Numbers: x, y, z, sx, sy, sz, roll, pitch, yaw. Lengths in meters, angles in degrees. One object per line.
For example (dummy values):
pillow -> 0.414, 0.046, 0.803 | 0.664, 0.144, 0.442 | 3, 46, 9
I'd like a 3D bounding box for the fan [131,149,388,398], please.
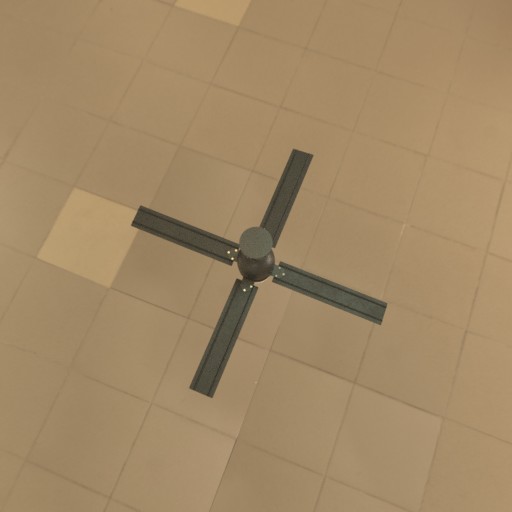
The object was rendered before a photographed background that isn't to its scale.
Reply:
fan -> 0.000, 0.000, 2.048 | 1.319, 0.410, 1.319 | 20, 75, 6
